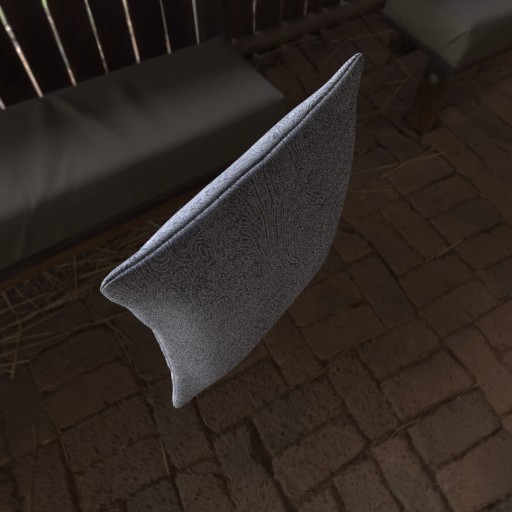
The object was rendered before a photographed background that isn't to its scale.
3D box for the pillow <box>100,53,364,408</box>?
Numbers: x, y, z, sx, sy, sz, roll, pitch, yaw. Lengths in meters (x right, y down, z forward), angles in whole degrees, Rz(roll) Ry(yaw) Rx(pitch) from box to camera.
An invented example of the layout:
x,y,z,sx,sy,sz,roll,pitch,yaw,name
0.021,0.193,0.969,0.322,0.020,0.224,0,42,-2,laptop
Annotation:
x,y,z,sx,sy,sz,roll,pitch,yaw,name
0.000,0.000,0.782,0.166,0.510,0.523,35,65,19,pillow
